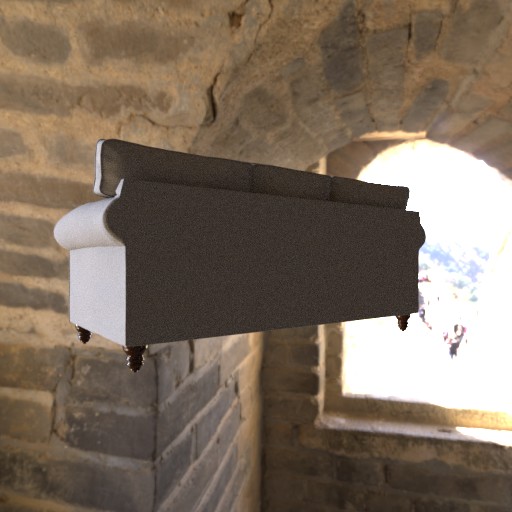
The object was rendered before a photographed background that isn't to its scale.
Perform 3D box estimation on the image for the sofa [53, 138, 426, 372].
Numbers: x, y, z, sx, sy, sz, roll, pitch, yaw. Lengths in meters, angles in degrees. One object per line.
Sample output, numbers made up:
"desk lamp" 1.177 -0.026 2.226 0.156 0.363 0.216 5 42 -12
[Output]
"sofa" 0.000 0.000 2.627 2.084 0.961 0.916 0 -1 -36
